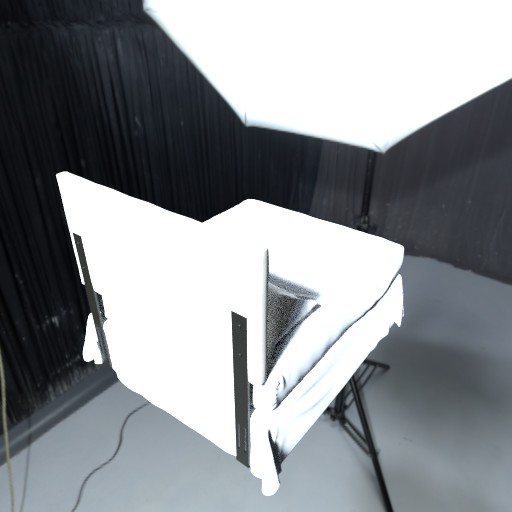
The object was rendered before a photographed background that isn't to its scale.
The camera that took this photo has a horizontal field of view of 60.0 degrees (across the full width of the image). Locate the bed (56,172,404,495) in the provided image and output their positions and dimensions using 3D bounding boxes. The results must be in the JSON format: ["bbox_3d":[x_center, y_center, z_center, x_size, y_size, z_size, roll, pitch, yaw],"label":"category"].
[{"bbox_3d":[0.000,0.000,3.454,1.936,1.577,2.222,22,37,32],"label":"bed"}]
